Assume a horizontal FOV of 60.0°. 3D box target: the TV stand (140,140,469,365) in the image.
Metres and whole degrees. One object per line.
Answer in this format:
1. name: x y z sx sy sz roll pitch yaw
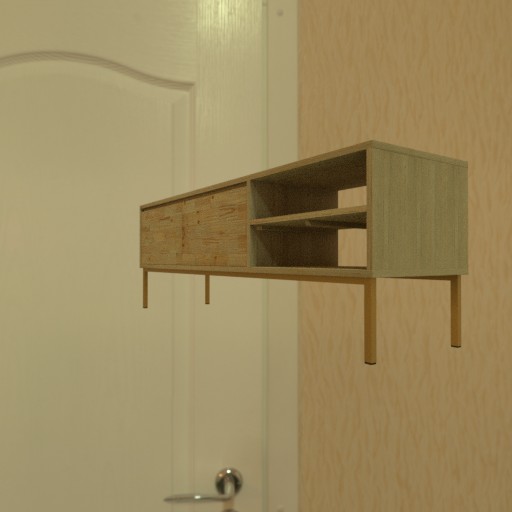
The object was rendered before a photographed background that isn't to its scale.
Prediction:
1. TV stand: 0.000 0.000 1.848 0.420 0.550 1.600 0 -1 -35
